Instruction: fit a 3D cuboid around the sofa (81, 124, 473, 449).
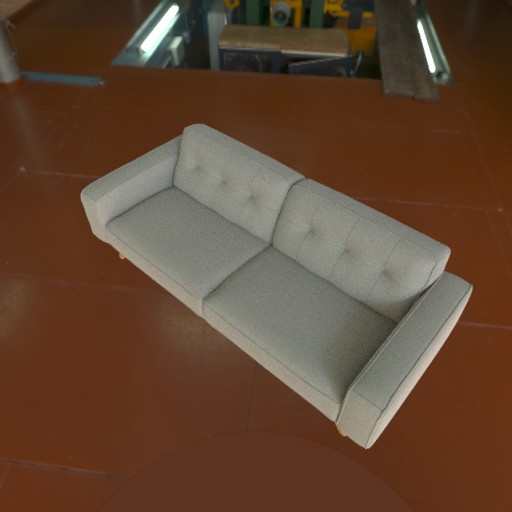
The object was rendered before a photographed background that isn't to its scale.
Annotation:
[{"bbox_3d":[0.000,0.000,2.717,2.270,0.781,0.956,33,55,27],"label":"sofa"}]
